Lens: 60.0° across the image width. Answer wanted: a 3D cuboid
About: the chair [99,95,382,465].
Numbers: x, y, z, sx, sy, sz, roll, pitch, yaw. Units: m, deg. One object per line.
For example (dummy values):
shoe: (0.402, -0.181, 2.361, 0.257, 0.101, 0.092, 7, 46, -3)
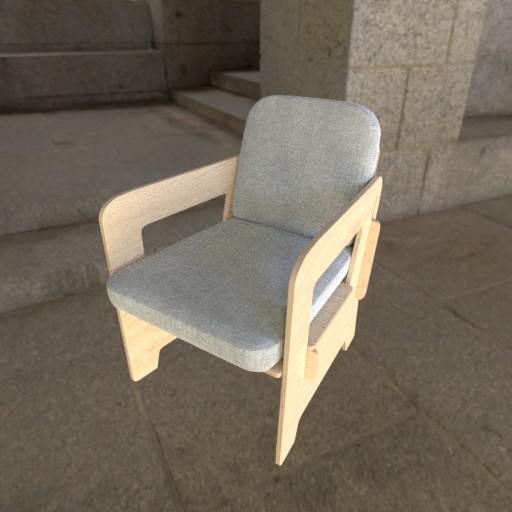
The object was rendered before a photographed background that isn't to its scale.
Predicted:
chair: (0.000, 0.000, 1.286, 0.590, 0.800, 0.710, 18, 33, 30)
